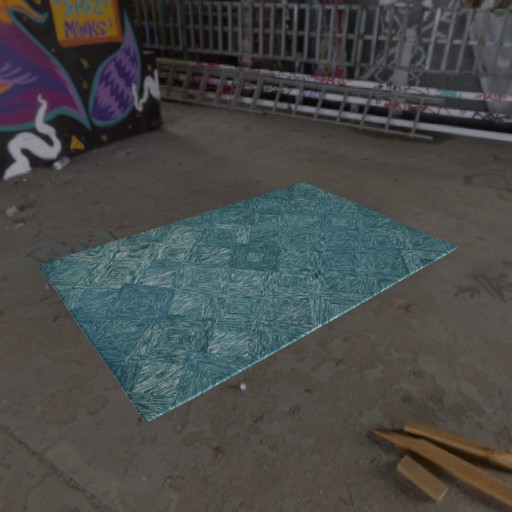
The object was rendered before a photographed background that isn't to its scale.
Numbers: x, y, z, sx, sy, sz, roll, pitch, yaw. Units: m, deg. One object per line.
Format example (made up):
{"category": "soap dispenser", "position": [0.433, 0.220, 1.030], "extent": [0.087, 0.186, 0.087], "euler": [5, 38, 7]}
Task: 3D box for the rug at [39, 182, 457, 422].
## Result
{"category": "rug", "position": [0.000, 0.000, 2.170], "extent": [1.728, 0.017, 1.136], "euler": [-22, 37, -32]}
